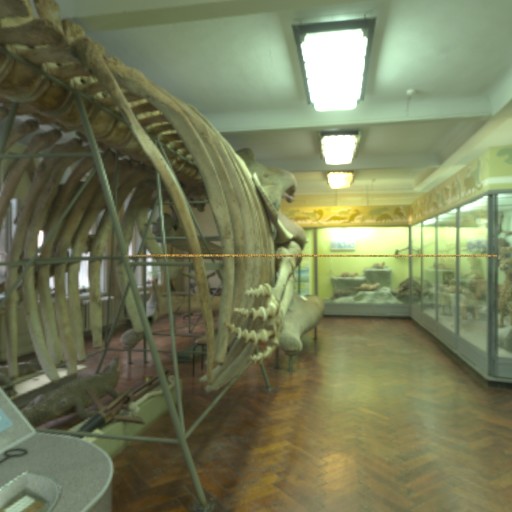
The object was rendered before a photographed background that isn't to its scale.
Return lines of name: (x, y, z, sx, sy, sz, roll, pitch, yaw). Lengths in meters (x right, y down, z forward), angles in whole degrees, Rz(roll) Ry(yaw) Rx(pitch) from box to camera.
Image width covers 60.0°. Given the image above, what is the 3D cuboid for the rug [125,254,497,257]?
rug: (0.000, 0.000, 2.146, 1.143, 0.006, 1.747, 0, 0, -19)
